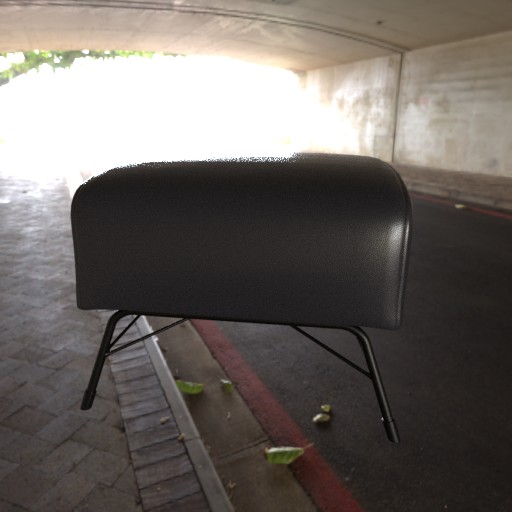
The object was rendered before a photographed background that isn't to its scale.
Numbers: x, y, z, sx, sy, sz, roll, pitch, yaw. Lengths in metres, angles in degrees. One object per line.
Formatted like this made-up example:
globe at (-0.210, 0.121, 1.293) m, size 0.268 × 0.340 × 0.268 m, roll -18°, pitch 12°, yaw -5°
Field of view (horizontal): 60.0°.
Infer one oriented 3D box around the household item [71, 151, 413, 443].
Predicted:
household item at (0.000, 0.000, 0.903) m, size 0.530 × 0.410 × 0.530 m, roll 3°, pitch 18°, yaw 8°
